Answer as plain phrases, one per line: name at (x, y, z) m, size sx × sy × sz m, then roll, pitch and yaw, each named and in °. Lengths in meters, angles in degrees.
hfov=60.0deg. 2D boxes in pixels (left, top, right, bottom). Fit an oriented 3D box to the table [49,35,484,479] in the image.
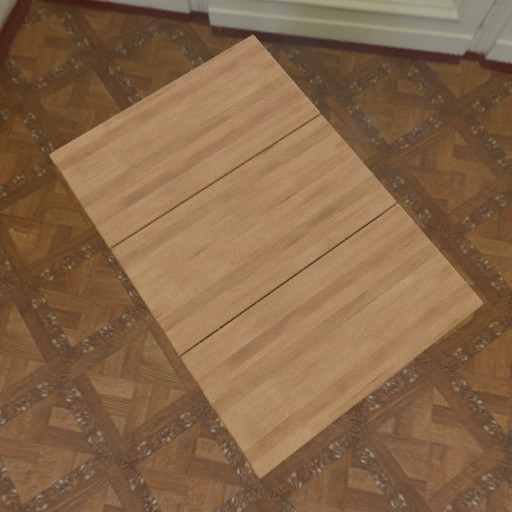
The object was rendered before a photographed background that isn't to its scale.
table at (0.000, 0.000, 1.884) m, size 0.900 × 0.770 × 1.300 m, roll -34°, pitch 77°, yaw -9°
